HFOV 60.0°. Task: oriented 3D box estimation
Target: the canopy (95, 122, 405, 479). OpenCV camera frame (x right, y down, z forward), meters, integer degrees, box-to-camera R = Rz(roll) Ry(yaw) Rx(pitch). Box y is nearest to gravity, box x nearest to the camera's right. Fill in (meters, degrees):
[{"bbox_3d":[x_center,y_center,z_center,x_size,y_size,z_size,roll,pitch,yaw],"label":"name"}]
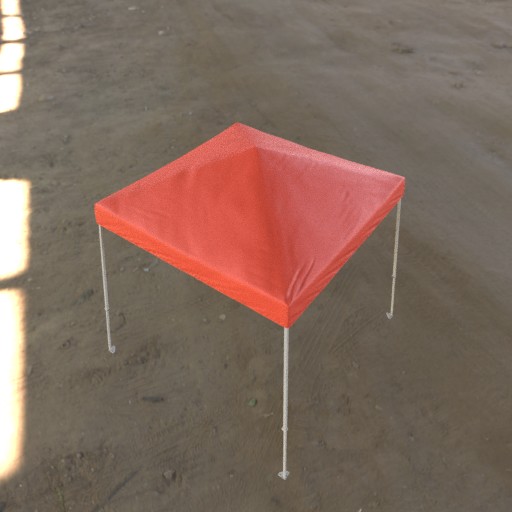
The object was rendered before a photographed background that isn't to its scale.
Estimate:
[{"bbox_3d":[0.000,0.000,5.270,2.849,2.850,2.850,26,48,26],"label":"canopy"}]
